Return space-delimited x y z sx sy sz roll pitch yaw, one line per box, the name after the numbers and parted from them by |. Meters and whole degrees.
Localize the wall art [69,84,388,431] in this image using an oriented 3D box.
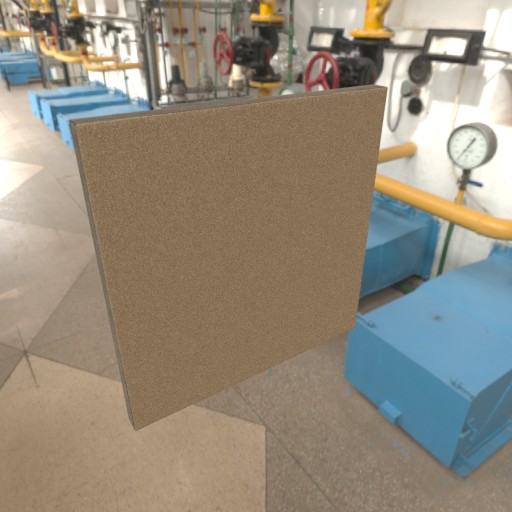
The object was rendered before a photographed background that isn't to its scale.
0.000 0.000 1.117 0.749 0.751 0.050 -18 34 -28 | wall art
